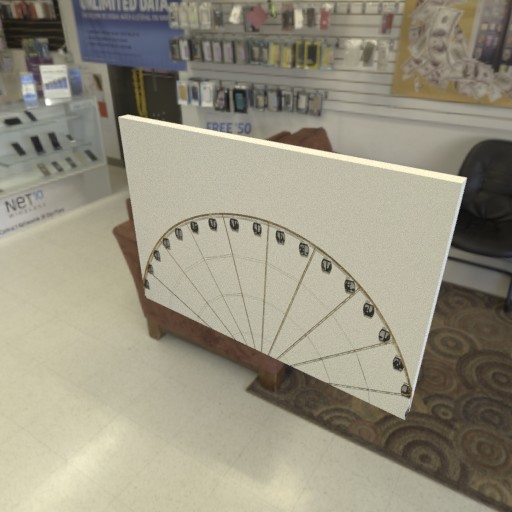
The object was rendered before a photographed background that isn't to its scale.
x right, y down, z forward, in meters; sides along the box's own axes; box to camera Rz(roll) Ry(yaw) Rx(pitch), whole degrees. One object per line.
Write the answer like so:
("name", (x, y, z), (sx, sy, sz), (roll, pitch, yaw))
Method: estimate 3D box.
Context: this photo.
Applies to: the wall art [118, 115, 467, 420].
("wall art", (0.000, 0.000, 1.153), (0.898, 0.601, 0.038), (19, 35, 30))
